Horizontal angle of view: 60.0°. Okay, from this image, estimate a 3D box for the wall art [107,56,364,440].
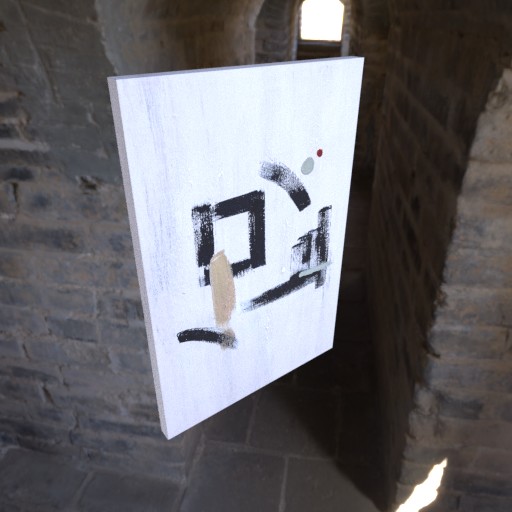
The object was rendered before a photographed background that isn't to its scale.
[{"bbox_3d":[0.000,0.000,1.151,0.624,0.914,0.043,-20,35,-31],"label":"wall art"}]
